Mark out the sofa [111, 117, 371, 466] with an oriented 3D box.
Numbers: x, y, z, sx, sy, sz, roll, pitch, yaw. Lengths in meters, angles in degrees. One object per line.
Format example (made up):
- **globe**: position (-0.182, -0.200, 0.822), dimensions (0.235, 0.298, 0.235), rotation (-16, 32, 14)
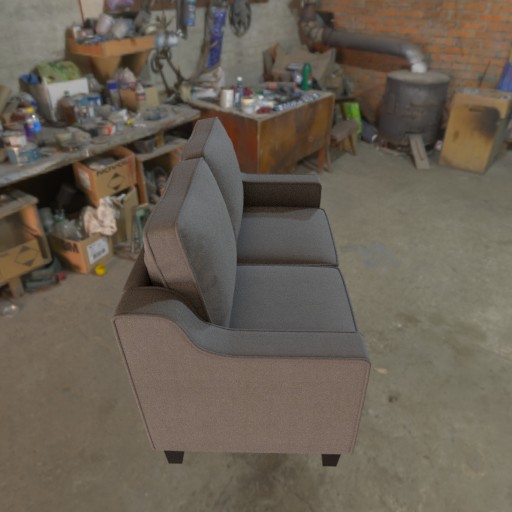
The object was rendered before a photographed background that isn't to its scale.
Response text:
- **sofa**: position (0.000, 0.000, 1.995), dimensions (0.791, 0.948, 1.500), rotation (1, 31, 1)
